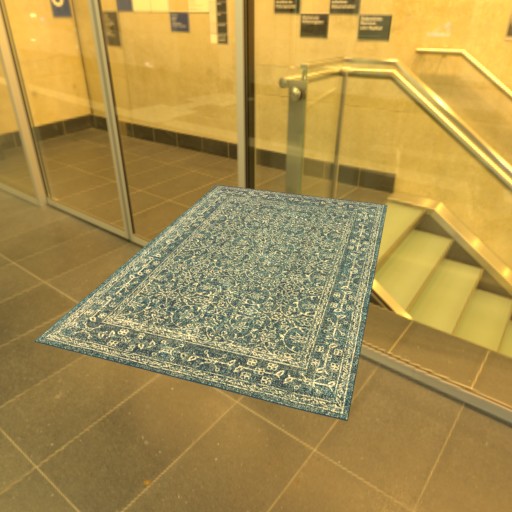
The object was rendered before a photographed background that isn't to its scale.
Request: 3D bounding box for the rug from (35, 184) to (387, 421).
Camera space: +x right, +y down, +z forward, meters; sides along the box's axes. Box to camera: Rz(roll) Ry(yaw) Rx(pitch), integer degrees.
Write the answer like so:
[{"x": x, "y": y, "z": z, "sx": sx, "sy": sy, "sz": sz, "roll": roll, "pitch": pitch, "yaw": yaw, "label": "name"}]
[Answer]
[{"x": 0.000, "y": 0.000, "z": 2.294, "sx": 1.200, "sy": 0.005, "sz": 1.819, "roll": 9, "pitch": 31, "yaw": 16, "label": "rug"}]
